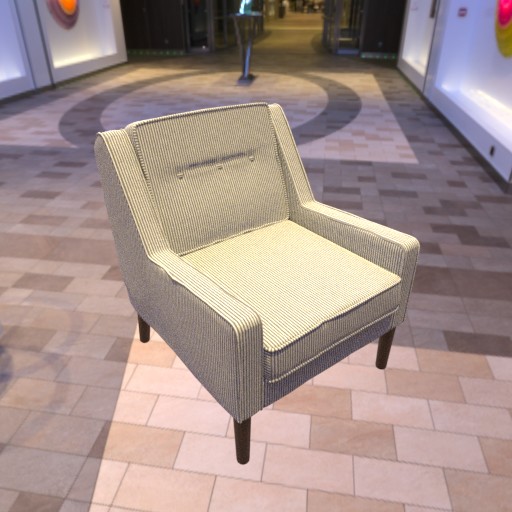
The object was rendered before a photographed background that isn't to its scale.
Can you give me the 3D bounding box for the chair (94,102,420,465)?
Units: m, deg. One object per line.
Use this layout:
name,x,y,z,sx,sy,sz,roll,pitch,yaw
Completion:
chair,0.000,0.000,1.370,0.663,0.792,0.743,-21,36,-32
